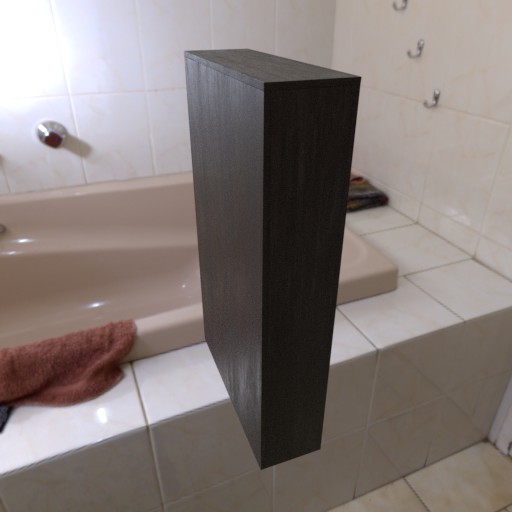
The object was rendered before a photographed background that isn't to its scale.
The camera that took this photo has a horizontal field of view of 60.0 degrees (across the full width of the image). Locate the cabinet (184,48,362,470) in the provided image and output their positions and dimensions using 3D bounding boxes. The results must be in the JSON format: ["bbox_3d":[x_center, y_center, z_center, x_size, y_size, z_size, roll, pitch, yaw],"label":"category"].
[{"bbox_3d":[0.000,0.000,1.580,0.250,1.280,0.750,-11,31,-18],"label":"cabinet"}]
